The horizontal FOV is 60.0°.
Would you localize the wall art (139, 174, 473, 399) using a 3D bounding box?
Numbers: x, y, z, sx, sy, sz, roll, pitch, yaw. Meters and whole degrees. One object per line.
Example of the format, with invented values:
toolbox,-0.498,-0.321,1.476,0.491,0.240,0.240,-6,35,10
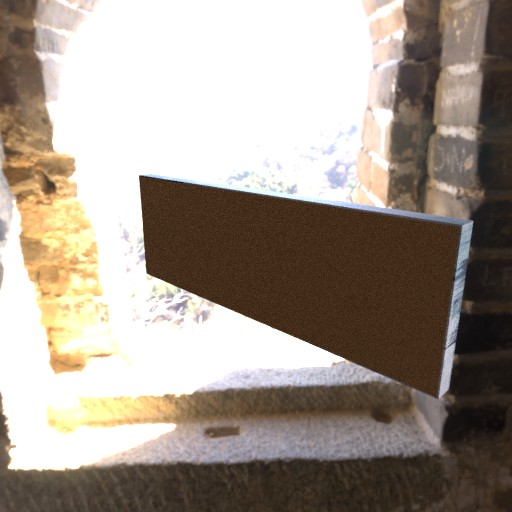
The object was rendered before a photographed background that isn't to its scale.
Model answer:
wall art,0.000,0.000,0.854,0.759,0.251,0.037,16,23,43
